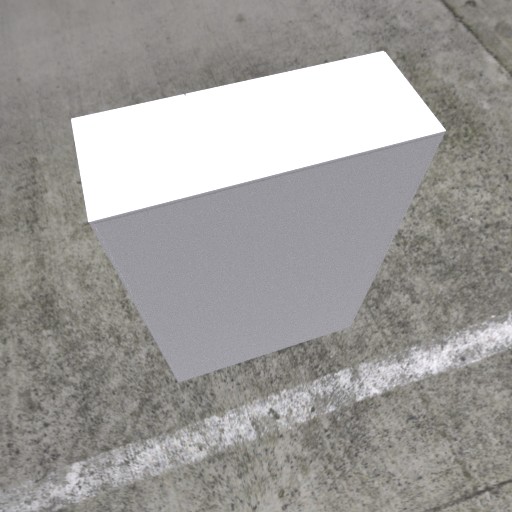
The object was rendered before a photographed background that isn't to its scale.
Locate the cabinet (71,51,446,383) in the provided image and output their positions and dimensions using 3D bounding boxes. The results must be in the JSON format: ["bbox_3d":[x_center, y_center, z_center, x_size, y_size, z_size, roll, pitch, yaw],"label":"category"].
[{"bbox_3d":[0.000,0.000,2.455,1.290,1.910,0.510,-16,60,-9],"label":"cabinet"}]
